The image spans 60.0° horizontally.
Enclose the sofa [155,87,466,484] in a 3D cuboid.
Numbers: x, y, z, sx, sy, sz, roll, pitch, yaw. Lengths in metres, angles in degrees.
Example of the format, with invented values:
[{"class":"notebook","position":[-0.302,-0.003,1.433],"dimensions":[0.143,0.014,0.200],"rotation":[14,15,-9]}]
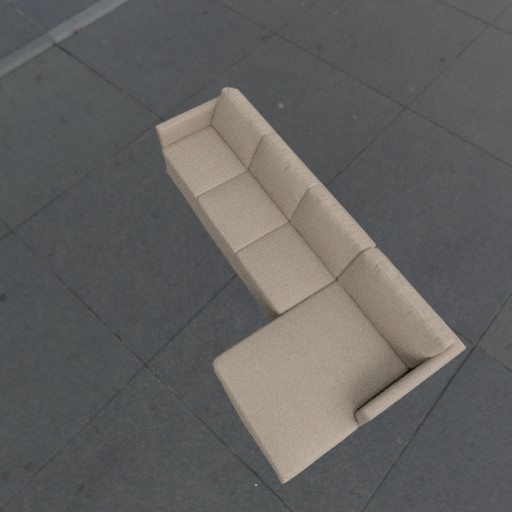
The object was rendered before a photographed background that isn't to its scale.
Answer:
[{"class":"sofa","position":[0.000,0.000,3.847],"dimensions":[1.622,0.867,3.177],"rotation":[-30,67,-15]}]
